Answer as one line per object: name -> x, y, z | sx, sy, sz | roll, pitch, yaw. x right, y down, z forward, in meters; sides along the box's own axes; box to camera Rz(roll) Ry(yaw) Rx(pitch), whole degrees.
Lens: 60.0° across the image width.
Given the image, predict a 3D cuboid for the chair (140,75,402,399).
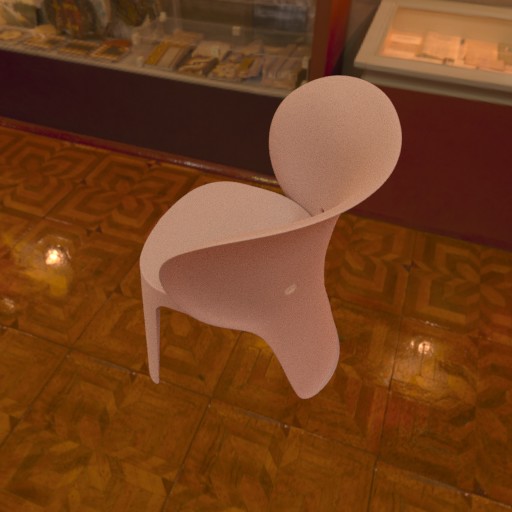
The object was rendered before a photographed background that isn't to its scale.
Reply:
chair -> 0.000, 0.000, 0.828 | 0.402, 0.554, 0.451 | 17, 49, 15
